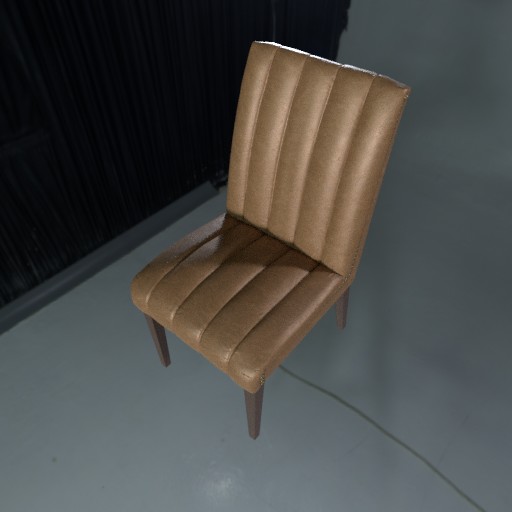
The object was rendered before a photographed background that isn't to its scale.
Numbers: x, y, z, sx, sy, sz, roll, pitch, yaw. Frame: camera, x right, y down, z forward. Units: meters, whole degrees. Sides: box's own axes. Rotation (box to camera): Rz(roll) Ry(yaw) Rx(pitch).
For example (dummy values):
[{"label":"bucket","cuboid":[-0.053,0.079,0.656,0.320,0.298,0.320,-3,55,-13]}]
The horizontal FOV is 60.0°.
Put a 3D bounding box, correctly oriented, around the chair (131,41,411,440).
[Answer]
[{"label":"chair","cuboid":[0.000,0.000,1.368,0.511,1.016,0.647,30,53,26]}]
